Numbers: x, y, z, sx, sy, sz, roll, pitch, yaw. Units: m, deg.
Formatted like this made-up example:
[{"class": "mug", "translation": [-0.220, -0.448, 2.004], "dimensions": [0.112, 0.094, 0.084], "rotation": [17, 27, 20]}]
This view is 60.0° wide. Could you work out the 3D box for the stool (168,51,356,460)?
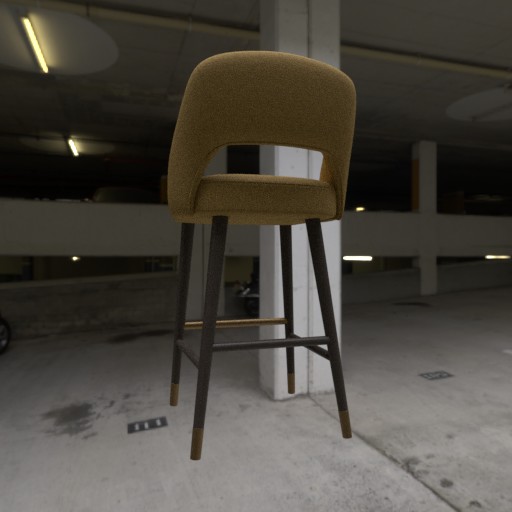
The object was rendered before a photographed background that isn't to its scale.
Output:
[{"class": "stool", "translation": [0.000, 0.000, 1.357], "dimensions": [0.536, 1.032, 0.522], "rotation": [0, 0, -18]}]
